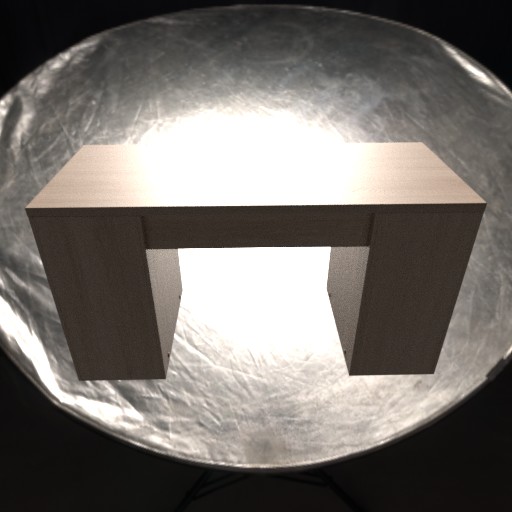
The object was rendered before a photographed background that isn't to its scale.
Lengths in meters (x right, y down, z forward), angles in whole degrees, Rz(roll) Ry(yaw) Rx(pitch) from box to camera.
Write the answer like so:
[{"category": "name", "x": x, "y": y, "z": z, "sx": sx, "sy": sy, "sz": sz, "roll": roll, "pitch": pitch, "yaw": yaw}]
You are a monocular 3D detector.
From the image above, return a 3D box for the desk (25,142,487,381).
[{"category": "desk", "x": 0.000, "y": 0.000, "z": 1.777, "sx": 1.390, "sy": 0.740, "sz": 0.600, "roll": -1, "pitch": 33, "yaw": -1}]
